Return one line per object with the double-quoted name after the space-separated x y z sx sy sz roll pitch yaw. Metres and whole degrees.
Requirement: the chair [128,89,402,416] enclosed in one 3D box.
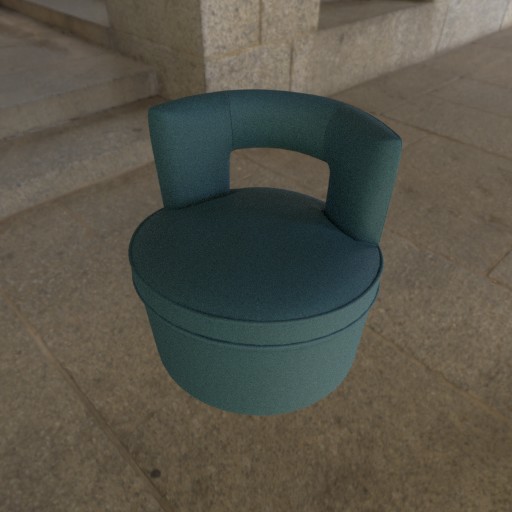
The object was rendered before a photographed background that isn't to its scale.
0.000 0.000 1.234 0.684 0.711 0.660 11 41 13 "chair"
